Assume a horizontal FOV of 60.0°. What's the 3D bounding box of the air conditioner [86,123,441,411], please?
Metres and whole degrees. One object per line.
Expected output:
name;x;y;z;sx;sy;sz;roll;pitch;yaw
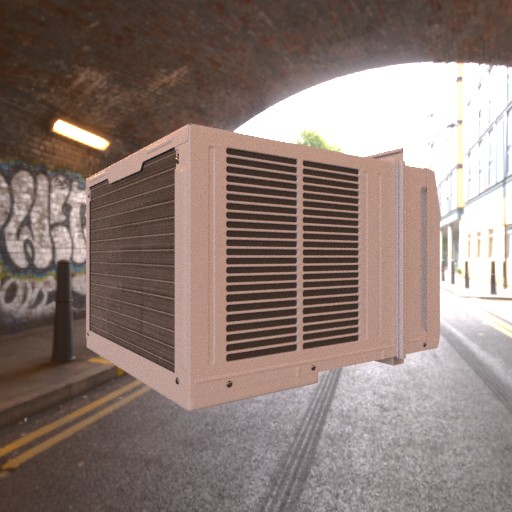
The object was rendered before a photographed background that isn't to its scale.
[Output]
air conditioner;0.000;0.000;0.899;0.546;0.388;0.503;0;0;-35
